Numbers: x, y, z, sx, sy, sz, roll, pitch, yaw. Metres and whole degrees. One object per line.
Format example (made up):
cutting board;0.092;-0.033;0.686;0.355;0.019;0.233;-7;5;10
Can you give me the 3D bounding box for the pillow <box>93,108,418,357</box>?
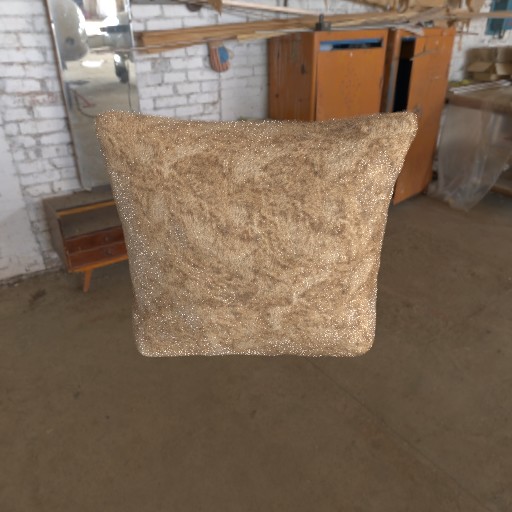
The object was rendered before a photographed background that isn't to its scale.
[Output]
pillow;0.000;0.000;0.830;0.538;0.525;0.216;0;29;0
